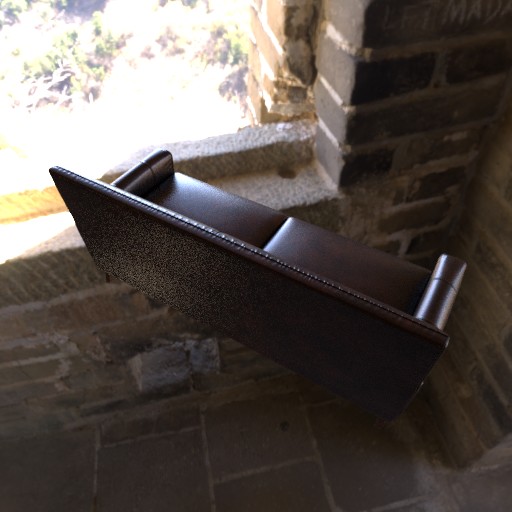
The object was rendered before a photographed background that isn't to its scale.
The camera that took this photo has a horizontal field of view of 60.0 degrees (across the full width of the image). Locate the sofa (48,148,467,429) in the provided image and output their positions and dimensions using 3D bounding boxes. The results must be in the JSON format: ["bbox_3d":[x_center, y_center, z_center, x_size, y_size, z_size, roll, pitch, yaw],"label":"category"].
[{"bbox_3d":[0.000,0.000,2.406,1.995,0.871,0.786,24,51,21],"label":"sofa"}]
